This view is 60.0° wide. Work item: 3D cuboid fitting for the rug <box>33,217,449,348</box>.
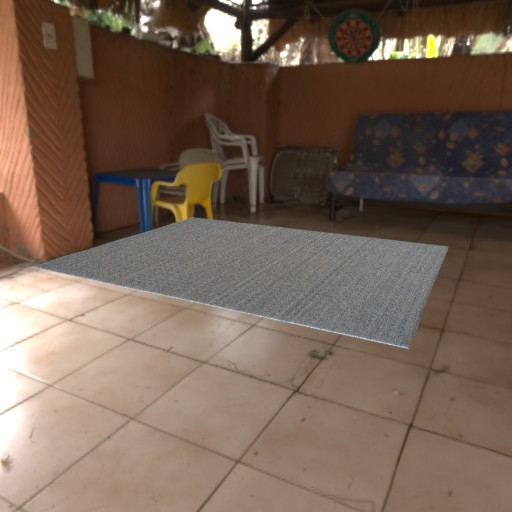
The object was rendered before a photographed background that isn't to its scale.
[{"bbox_3d":[0.000,0.000,4.220,3.200,0.007,2.443,8,18,27],"label":"rug"}]
